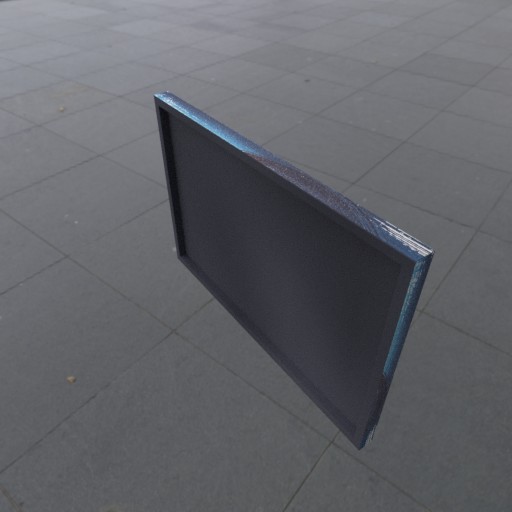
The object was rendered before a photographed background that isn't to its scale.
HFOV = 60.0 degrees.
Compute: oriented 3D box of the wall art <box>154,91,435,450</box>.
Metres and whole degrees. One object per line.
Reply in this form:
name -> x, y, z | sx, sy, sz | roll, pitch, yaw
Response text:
wall art -> 0.000, 0.000, 0.790 | 0.033, 0.406, 0.609 | -25, 46, -27
